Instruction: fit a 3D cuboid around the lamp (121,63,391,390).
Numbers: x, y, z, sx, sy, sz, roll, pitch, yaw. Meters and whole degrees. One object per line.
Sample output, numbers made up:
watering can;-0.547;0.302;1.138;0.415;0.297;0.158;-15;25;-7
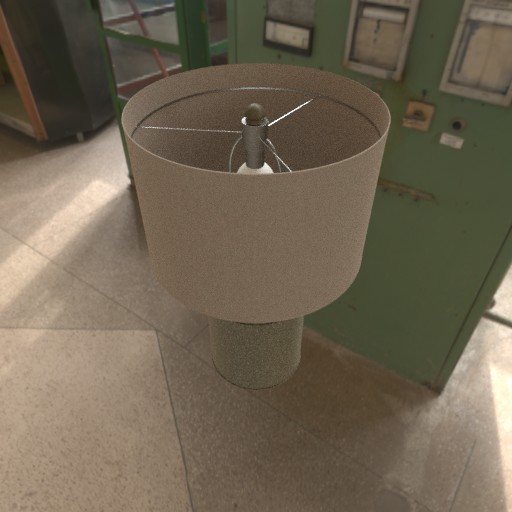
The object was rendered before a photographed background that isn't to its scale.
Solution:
lamp;0.000;0.000;0.694;0.318;0.486;0.318;0;41;0
